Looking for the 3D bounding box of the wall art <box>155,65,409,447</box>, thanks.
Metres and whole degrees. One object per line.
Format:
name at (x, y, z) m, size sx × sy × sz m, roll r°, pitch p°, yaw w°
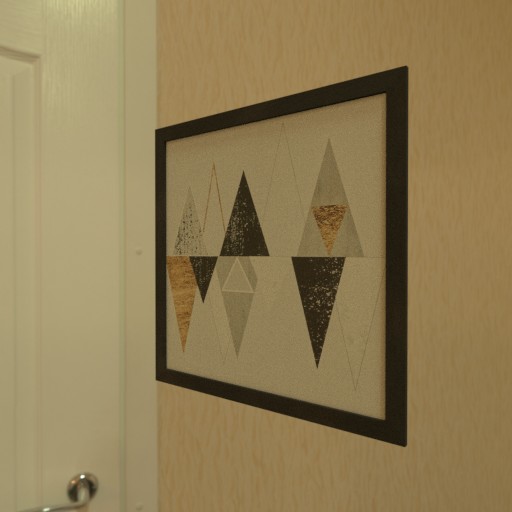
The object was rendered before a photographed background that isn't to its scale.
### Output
wall art at (0.000, 0.000, 1.211) m, size 0.823 × 0.823 × 0.013 m, roll 0°, pitch 1°, yaw 37°
